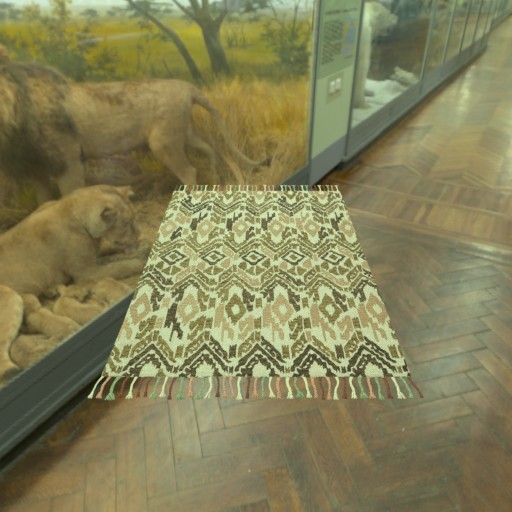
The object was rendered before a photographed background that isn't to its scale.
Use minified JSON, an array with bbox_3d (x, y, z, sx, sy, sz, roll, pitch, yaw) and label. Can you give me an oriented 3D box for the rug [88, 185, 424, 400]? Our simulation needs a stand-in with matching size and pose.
[{"bbox_3d":[0.000,0.000,3.028,1.524,0.008,2.438,0,32,0],"label":"rug"}]
